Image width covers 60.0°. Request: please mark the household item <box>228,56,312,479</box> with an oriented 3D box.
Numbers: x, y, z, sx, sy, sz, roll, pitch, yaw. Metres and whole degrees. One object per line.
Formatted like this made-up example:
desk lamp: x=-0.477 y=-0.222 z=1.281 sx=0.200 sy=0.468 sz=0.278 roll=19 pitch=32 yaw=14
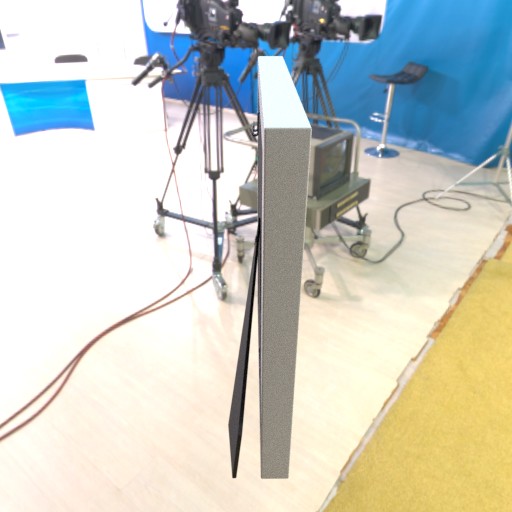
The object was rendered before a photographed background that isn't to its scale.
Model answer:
household item: x=0.000 y=0.000 z=0.334 sx=0.045 sy=0.250 sz=0.200 roll=0 pitch=32 yaw=0
